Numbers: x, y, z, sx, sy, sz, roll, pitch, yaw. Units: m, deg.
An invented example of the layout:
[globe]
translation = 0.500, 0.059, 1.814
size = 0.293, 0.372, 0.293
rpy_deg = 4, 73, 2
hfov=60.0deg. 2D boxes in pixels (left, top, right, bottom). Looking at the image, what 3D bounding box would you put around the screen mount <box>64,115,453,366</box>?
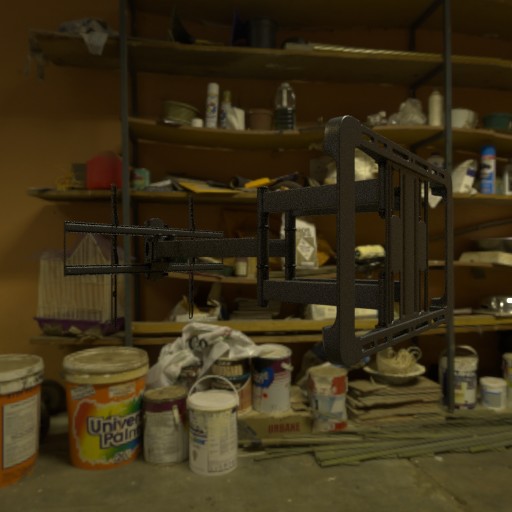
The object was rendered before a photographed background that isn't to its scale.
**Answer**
[screen mount]
translation = 0.000, 0.000, 1.294
size = 0.905, 0.483, 0.725
rpy_deg = 0, 0, 38
